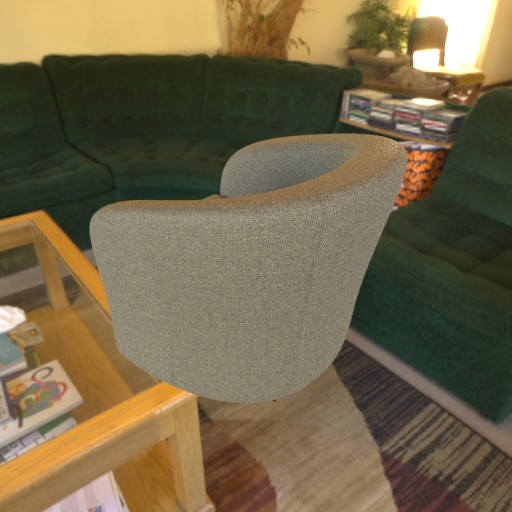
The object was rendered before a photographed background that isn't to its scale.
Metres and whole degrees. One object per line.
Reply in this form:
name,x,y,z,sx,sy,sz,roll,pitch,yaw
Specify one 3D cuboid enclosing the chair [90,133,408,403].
chair,0.000,0.000,1.437,0.815,0.771,0.791,19,36,29
